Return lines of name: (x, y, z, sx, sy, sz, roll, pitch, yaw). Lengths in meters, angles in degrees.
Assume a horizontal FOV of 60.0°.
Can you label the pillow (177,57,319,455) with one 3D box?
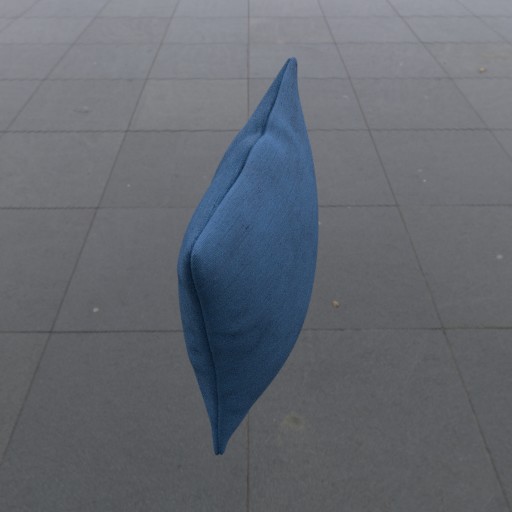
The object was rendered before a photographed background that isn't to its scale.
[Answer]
pillow: (0.000, 0.000, 0.652, 0.177, 0.420, 0.437, 10, 45, 10)
